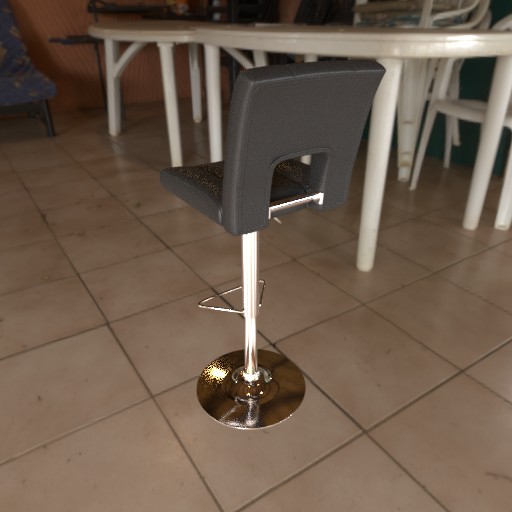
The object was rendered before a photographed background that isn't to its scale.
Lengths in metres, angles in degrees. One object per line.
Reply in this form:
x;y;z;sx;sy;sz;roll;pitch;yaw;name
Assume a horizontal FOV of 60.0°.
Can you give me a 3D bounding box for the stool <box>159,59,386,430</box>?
0.000;0.000;1.389;0.415;1.151;0.520;-18;33;-30;stool
